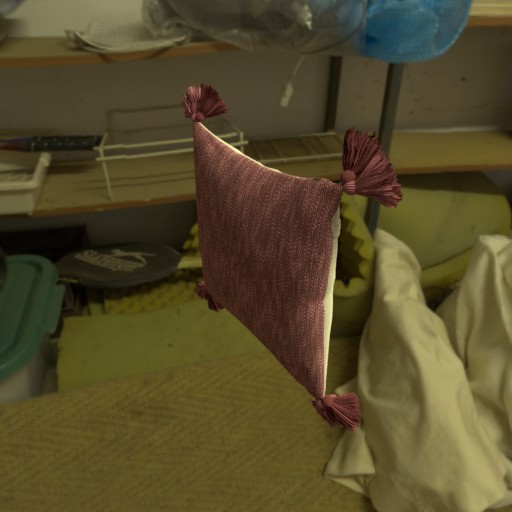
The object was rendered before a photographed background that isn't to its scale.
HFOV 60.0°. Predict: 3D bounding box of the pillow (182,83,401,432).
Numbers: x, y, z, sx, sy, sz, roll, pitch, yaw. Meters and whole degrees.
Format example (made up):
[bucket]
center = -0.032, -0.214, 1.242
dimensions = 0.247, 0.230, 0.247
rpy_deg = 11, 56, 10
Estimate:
[pillow]
center = 0.000, 0.000, 0.974
dimensions = 0.138, 0.659, 0.641
rpy_deg = -21, 37, -30
